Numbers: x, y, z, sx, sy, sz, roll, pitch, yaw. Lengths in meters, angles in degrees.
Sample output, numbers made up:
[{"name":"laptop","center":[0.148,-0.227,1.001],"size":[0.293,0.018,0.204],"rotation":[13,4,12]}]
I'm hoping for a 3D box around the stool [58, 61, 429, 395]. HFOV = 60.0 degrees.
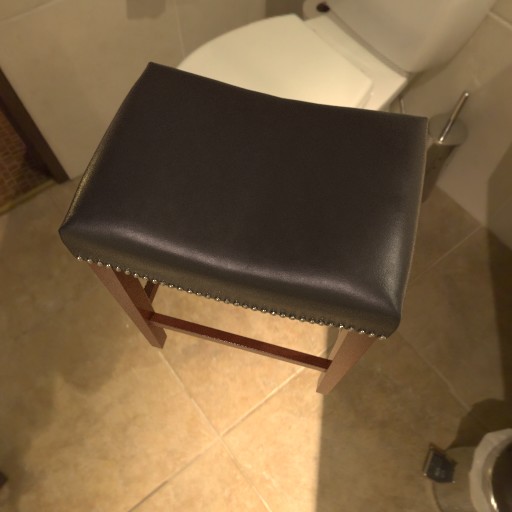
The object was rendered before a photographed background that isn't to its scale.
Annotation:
[{"name":"stool","center":[0.000,0.000,0.944],"size":[0.504,0.654,0.372],"rotation":[14,65,7]}]
